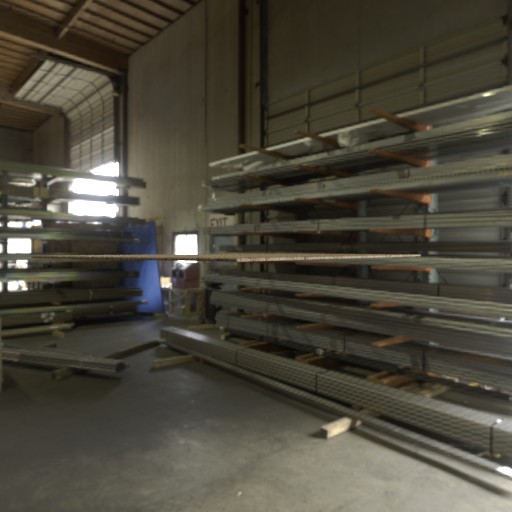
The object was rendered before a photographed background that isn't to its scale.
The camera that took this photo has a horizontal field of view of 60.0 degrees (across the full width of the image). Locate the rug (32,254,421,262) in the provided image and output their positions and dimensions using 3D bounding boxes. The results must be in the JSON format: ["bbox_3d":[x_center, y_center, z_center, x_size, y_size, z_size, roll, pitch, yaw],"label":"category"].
[{"bbox_3d":[0.000,0.000,3.022,1.528,0.014,2.292,0,1,37],"label":"rug"}]
